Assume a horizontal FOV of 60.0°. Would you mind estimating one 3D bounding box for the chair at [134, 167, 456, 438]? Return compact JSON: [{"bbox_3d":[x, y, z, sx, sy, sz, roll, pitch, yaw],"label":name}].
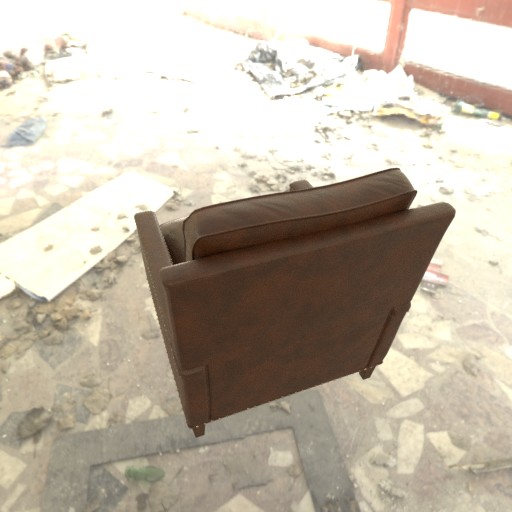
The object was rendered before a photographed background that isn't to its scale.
[{"bbox_3d":[0.000,0.000,1.801,0.854,1.054,1.035,-14,42,-16],"label":"chair"}]
